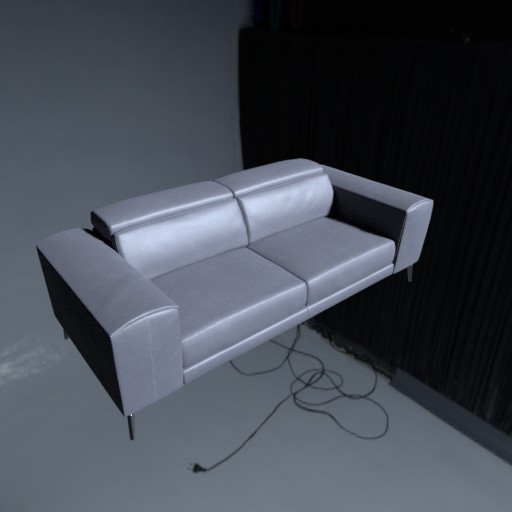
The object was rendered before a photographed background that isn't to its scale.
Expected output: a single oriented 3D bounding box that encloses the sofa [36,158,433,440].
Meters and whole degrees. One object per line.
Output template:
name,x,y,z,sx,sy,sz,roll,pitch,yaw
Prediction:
sofa,0.000,0.000,2.840,2.330,0.814,1.048,-21,35,-34
